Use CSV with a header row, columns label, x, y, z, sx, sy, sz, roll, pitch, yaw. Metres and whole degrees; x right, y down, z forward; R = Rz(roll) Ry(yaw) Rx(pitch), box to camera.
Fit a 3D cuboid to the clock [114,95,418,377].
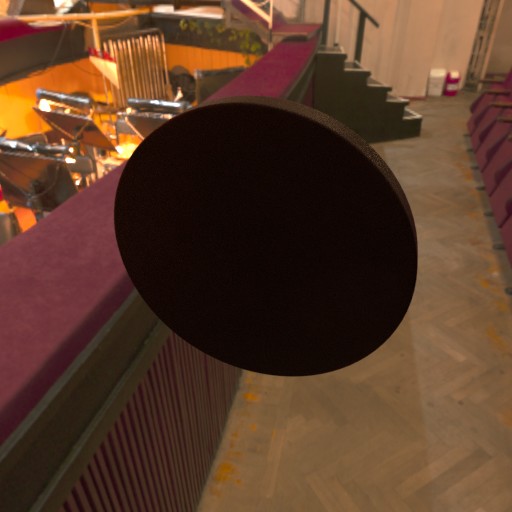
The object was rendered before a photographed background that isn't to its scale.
label,x,y,z,sx,sy,sz,roll,pitch,yaw
clock,0.000,0.000,0.457,0.314,0.314,0.029,10,34,15
